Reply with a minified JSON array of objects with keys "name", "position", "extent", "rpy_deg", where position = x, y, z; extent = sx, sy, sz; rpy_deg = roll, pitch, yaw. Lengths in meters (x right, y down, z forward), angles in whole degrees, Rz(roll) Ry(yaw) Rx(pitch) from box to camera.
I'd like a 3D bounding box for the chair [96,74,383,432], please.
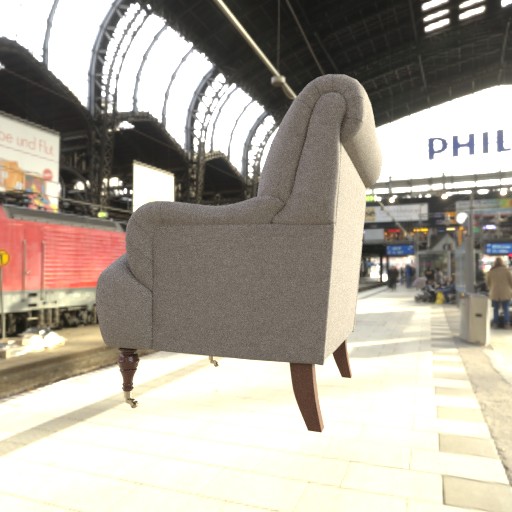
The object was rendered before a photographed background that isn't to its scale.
[{"name":"chair","position":[0.000,0.000,1.566],"extent":[0.843,0.942,0.766],"rpy_deg":[-1,-2,19]}]
